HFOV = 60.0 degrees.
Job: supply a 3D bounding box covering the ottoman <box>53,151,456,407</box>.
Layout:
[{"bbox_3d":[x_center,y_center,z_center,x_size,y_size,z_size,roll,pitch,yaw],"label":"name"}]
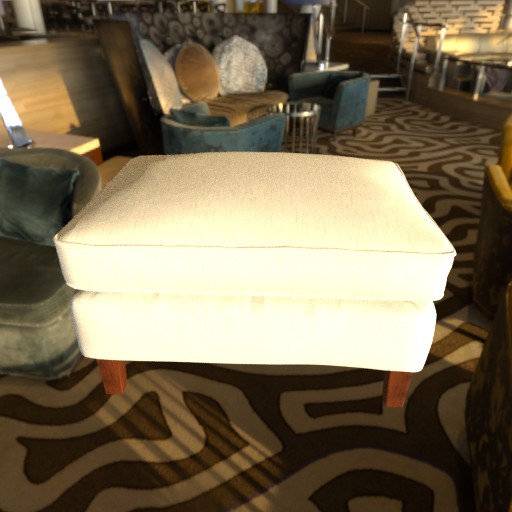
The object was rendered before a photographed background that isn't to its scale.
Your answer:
[{"bbox_3d":[0.000,0.000,0.964,0.665,0.406,0.501,2,30,3],"label":"ottoman"}]
